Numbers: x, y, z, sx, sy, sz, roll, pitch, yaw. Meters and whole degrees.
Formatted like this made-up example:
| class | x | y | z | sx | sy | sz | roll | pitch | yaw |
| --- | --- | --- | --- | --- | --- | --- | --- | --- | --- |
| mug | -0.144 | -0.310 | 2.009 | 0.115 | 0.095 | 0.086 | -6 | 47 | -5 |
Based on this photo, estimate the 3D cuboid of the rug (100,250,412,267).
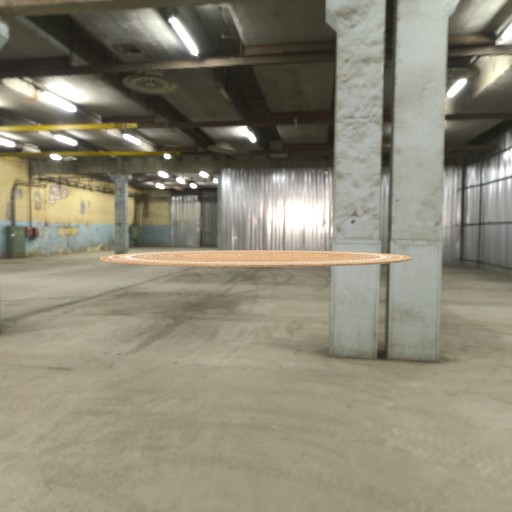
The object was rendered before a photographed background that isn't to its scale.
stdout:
| class | x | y | z | sx | sy | sz | roll | pitch | yaw |
| --- | --- | --- | --- | --- | --- | --- | --- | --- | --- |
| rug | 0.000 | 0.000 | 3.682 | 2.444 | 0.015 | 2.444 | 0 | 3 | 0 |
